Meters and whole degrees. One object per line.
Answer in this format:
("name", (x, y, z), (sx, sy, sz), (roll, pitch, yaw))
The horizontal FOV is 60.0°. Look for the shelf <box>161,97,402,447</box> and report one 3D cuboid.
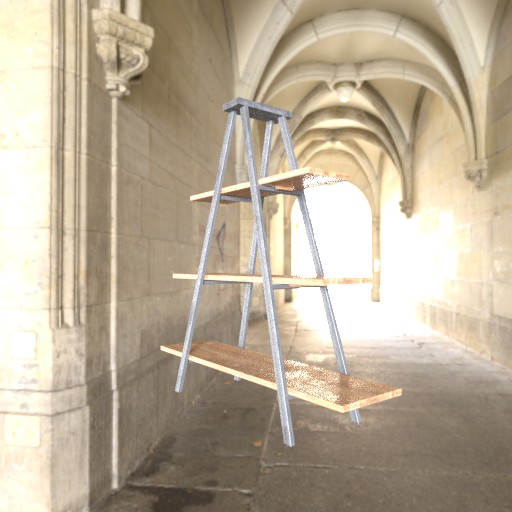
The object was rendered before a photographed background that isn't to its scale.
("shelf", (0.000, 0.000, 2.706), (0.508, 1.808, 1.746), (1, -1, -38))
